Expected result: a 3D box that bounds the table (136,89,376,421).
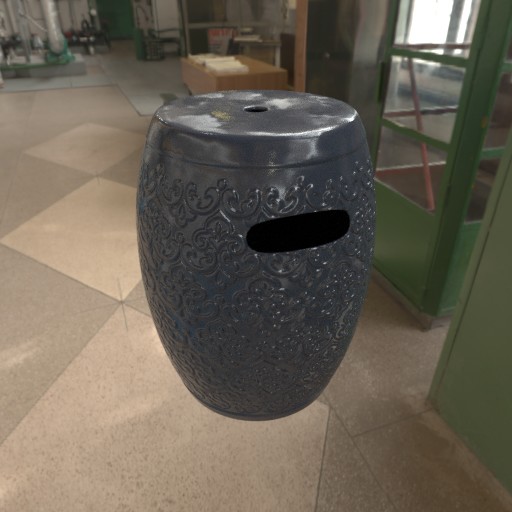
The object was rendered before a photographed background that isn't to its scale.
[{"bbox_3d":[0.000,0.000,0.610,0.309,0.397,0.309,0,31,0],"label":"table"}]
